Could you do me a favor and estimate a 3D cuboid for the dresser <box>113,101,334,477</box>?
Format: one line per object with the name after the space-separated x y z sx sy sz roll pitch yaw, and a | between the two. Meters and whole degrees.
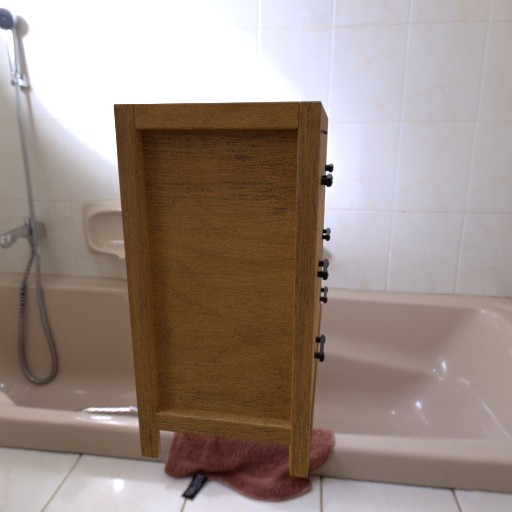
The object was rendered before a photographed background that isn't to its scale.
0.000 0.000 1.304 0.427 0.804 0.804 3 15 9 | dresser
